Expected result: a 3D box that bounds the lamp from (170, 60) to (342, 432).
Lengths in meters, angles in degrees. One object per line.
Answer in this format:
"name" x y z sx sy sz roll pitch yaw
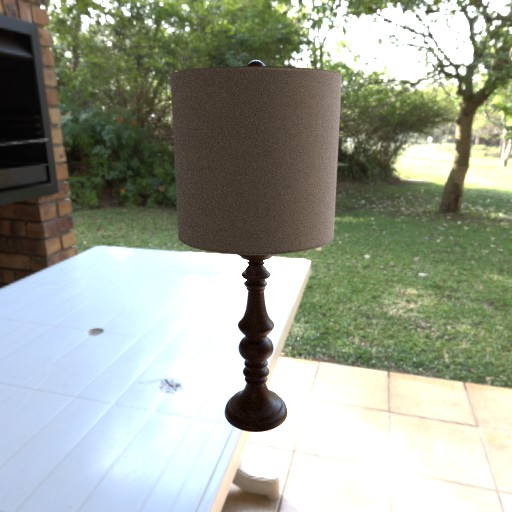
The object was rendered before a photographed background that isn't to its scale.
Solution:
"lamp" 0.000 0.000 0.733 0.250 0.597 0.250 3 17 9
